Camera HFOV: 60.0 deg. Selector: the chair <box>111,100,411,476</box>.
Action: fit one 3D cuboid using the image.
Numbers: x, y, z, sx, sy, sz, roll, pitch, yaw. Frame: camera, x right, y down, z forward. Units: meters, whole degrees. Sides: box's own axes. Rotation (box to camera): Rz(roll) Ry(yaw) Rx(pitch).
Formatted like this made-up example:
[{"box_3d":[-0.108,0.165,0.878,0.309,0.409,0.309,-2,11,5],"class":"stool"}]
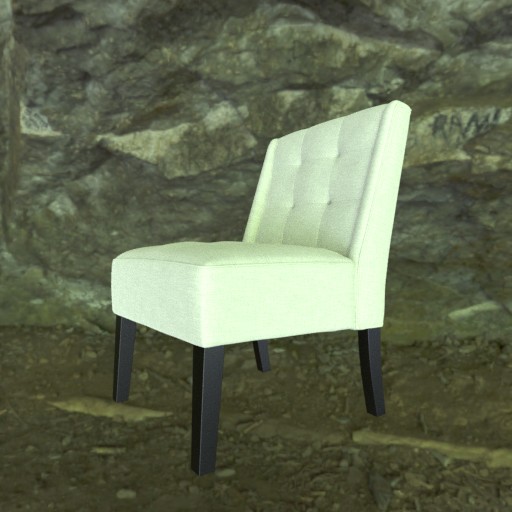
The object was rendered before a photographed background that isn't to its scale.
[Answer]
[{"box_3d":[0.000,0.000,1.262,0.676,0.853,0.569,-1,2,-35],"class":"chair"}]
